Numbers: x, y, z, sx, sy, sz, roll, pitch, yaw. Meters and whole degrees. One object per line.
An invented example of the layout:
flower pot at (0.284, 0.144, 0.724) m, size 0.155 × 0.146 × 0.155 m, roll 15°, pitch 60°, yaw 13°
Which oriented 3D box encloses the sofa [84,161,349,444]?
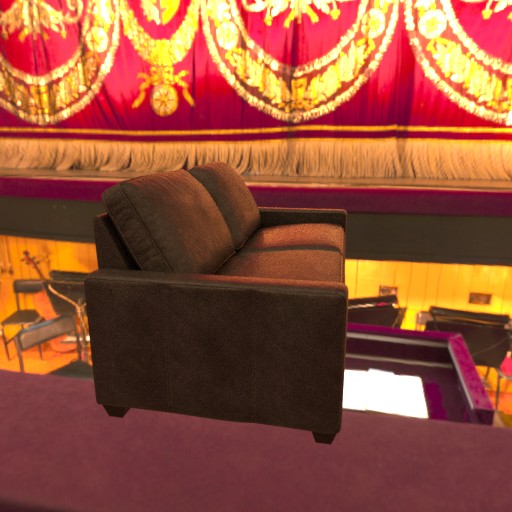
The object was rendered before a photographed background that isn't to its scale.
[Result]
sofa at (0.000, 0.000, 2.330) m, size 0.939 × 0.916 × 1.732 m, roll 3°, pitch 15°, yaw 11°
